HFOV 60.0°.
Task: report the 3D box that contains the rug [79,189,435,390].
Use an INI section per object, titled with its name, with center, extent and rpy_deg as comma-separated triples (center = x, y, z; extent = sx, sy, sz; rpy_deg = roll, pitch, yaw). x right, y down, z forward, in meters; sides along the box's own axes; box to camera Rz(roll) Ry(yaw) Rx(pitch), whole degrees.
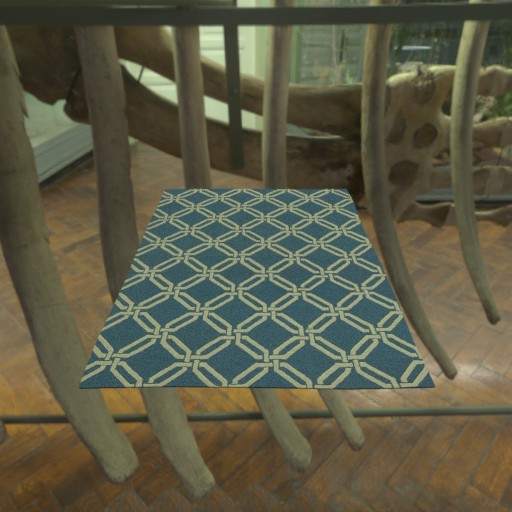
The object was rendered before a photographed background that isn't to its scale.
[rug]
center = 0.000, 0.000, 2.768
extent = 1.524, 0.013, 2.135
rpy_deg = 0, 32, 0
